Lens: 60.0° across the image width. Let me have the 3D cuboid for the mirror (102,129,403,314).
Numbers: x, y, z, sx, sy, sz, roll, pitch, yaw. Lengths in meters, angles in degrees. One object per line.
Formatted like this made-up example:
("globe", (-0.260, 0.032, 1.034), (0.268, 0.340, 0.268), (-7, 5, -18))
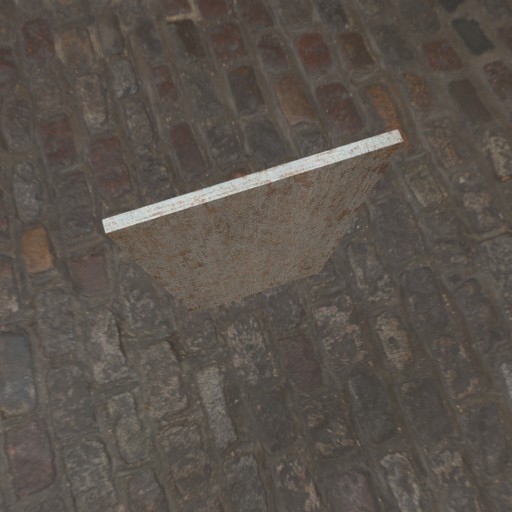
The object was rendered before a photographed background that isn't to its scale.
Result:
("mirror", (0.000, 0.000, 1.114), (0.472, 0.922, 0.027), (-18, 76, -5))
